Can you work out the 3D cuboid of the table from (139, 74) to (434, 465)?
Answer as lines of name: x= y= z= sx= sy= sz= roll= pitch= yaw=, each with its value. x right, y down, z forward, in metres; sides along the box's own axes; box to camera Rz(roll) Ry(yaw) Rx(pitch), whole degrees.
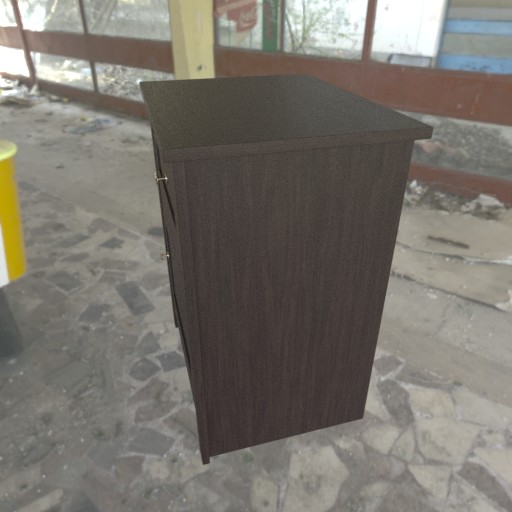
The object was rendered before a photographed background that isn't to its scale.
table: x=0.000 y=0.000 z=0.936 sx=0.381 sy=0.635 sz=0.480 roll=-8 pitch=32 yaw=-14
